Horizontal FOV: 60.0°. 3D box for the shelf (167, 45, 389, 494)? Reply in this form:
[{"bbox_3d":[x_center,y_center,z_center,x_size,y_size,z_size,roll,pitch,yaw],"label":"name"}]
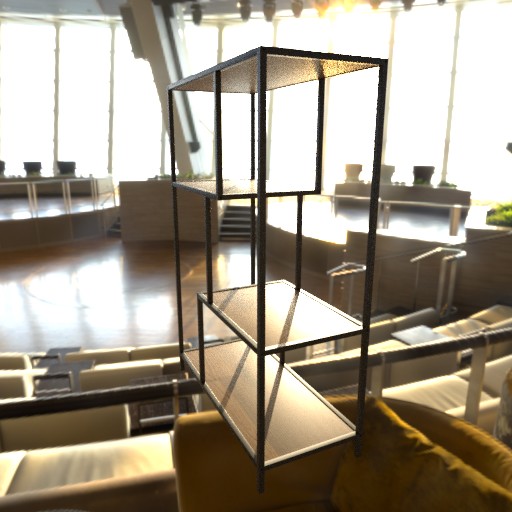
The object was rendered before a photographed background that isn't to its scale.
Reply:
[{"bbox_3d":[0.000,0.000,1.489,0.350,1.138,0.770,-7,16,-25],"label":"shelf"}]
